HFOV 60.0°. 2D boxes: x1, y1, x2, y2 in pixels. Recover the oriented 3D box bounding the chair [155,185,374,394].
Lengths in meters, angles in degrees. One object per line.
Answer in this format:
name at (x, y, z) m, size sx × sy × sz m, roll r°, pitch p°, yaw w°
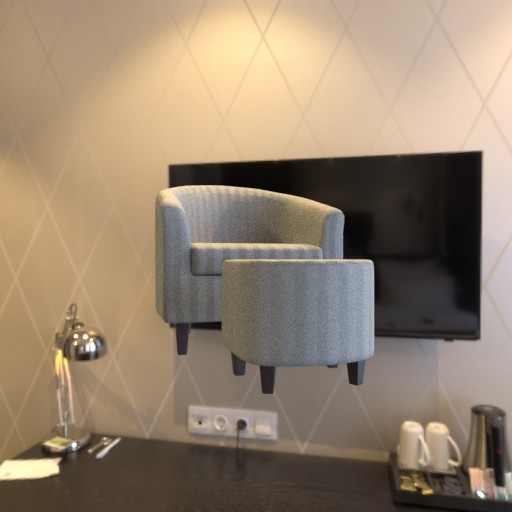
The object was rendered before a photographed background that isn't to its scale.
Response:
chair at (0.000, 0.000, 1.776) m, size 0.756 × 0.757 × 1.288 m, roll 0°, pitch 0°, yaw -18°
